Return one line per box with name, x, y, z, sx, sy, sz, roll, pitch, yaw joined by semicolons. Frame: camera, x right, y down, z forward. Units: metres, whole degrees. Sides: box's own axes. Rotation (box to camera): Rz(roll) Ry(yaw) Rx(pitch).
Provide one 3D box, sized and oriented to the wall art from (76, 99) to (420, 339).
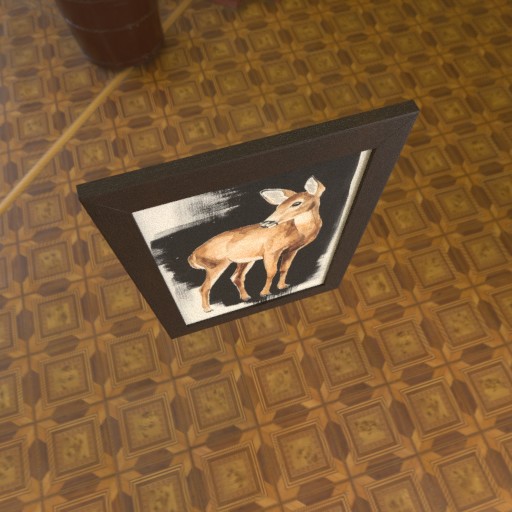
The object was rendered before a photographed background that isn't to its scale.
wall art;0.000;0.000;0.678;0.359;0.513;0.017;-16;66;-8
